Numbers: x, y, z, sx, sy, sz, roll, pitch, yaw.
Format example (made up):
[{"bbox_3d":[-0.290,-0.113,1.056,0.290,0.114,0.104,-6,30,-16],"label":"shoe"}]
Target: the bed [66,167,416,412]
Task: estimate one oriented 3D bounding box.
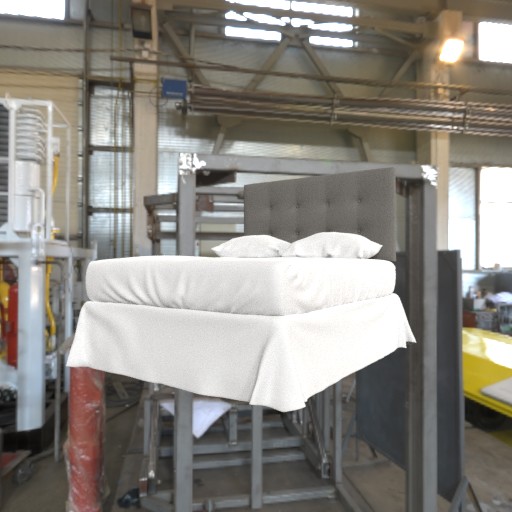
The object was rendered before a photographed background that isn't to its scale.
[{"bbox_3d":[0.000,0.000,3.533,1.936,1.577,2.222,0,-1,34],"label":"bed"}]
